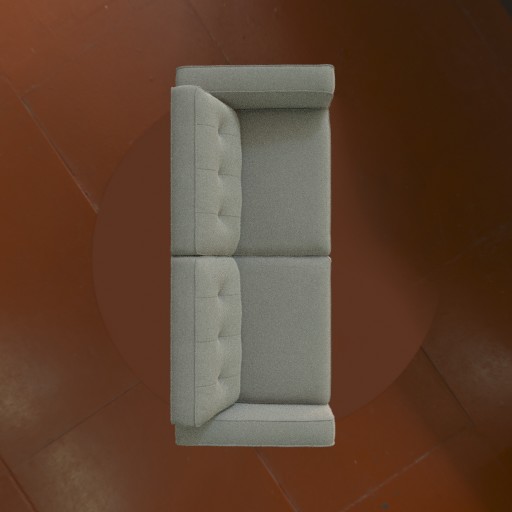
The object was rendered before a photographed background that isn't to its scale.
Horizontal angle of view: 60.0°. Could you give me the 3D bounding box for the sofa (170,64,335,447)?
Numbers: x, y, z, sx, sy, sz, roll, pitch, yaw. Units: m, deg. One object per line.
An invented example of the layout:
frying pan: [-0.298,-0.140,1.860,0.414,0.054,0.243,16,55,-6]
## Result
sofa: [0.000,0.000,2.776,0.956,0.781,2.270,0,90,1]
